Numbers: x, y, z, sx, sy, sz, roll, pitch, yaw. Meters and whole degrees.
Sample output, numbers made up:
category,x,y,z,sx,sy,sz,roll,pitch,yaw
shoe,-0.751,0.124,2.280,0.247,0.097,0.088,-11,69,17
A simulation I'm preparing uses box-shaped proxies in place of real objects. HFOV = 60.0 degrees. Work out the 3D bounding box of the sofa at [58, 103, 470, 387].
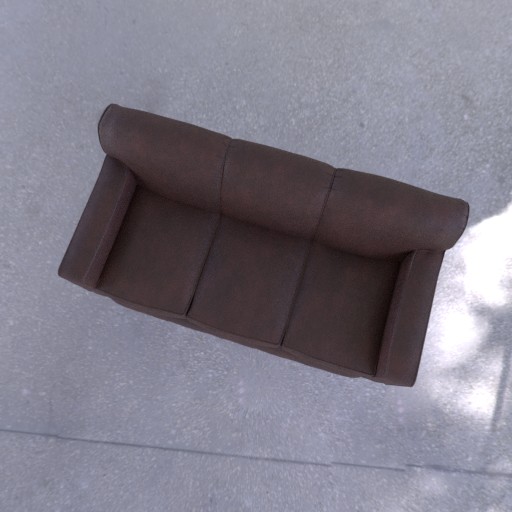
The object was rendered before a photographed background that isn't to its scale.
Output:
category,x,y,z,sx,sy,sz,roll,pitch,yaw
sofa,0.000,0.000,2.620,2.039,0.953,1.008,17,76,4
